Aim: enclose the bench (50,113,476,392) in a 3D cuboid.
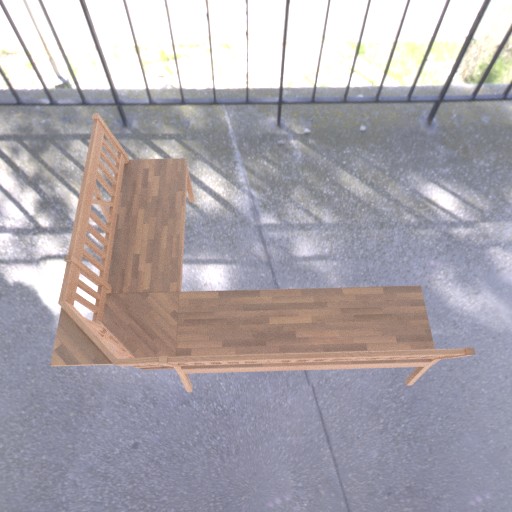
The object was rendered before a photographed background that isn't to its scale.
[{"bbox_3d":[0.000,0.000,2.739,1.937,0.902,1.537,-1,62,-1],"label":"bench"}]
